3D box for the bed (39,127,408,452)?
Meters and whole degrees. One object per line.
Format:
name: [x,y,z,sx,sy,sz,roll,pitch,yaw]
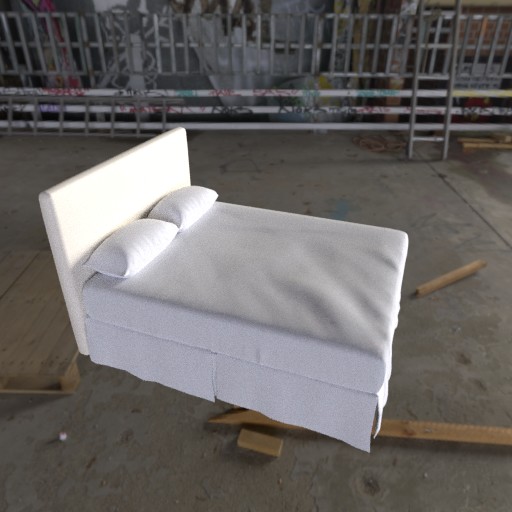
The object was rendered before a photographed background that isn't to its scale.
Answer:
bed: [0.000,0.000,3.242,2.142,1.330,1.713,11,32,18]
